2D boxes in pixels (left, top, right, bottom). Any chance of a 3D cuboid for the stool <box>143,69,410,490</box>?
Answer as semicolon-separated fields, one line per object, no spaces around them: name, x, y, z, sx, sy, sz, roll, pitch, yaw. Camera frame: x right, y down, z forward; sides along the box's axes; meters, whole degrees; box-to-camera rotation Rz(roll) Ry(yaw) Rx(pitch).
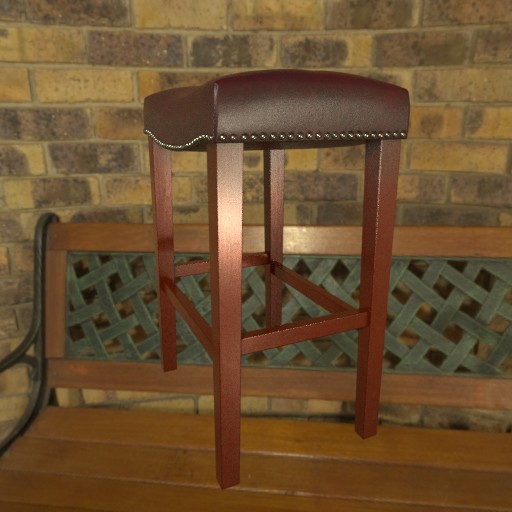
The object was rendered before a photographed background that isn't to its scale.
stool;0.000;0.000;1.002;0.372;0.742;0.504;-8;19;-24
